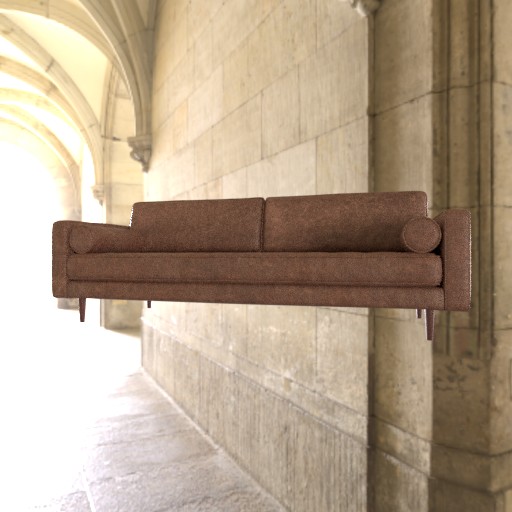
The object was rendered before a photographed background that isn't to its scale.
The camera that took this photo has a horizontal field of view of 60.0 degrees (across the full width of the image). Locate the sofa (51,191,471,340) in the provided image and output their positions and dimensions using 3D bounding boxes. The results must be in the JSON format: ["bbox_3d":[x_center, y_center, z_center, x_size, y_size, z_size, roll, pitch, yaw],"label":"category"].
[{"bbox_3d":[0.000,0.000,2.627,2.210,0.762,0.914,0,0,17],"label":"sofa"}]
